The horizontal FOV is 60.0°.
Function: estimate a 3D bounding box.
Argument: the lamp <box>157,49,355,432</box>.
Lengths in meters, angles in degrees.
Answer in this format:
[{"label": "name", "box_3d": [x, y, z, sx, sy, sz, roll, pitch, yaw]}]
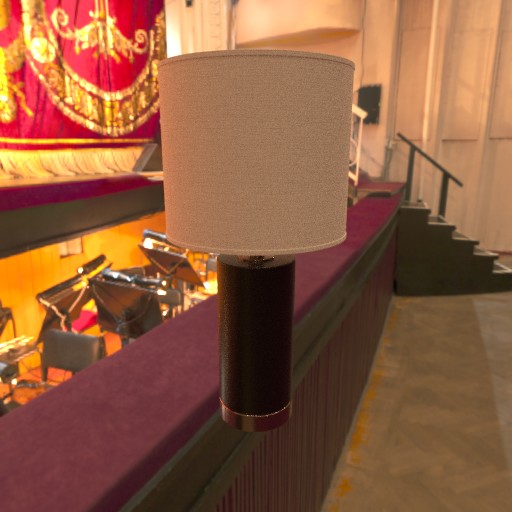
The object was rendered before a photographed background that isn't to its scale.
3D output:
[{"label": "lamp", "box_3d": [0.000, 0.000, 0.611, 0.241, 0.482, 0.240, 8, 17, 27]}]
